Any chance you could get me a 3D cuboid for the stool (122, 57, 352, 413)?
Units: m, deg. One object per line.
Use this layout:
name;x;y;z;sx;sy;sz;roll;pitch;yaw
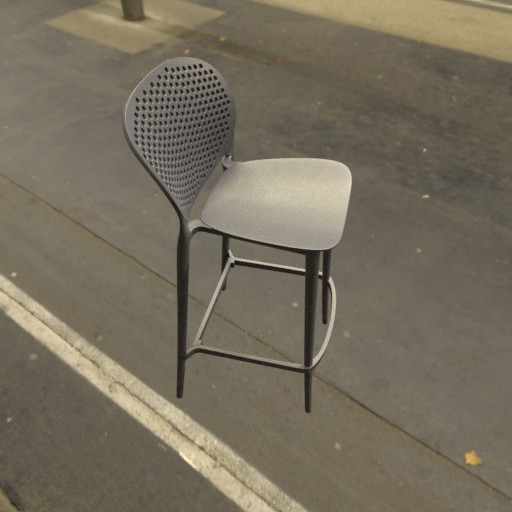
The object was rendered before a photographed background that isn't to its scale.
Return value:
stool;0.000;0.000;1.344;0.535;1.045;0.536;11;47;10
